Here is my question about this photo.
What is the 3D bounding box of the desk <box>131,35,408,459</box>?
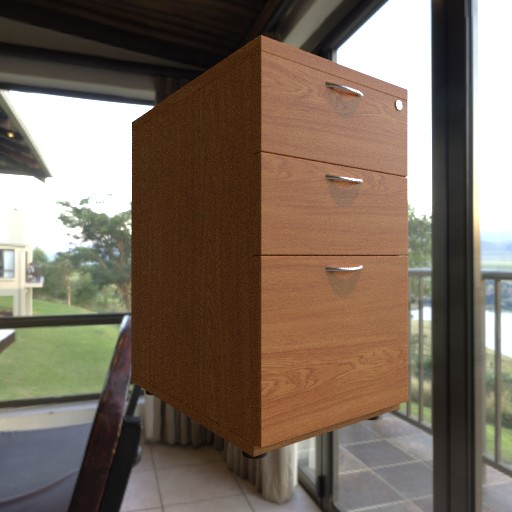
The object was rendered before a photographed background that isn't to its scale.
[{"bbox_3d":[0.000,0.000,1.084,0.404,0.730,0.600,0,0,-36],"label":"desk"}]
